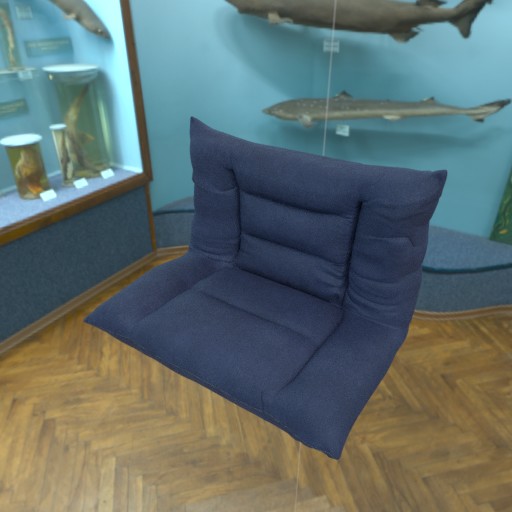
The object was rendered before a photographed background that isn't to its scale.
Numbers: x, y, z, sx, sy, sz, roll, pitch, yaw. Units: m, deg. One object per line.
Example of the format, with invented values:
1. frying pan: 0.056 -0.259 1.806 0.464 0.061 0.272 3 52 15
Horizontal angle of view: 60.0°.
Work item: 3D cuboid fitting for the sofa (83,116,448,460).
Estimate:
1. sofa: 0.000 0.000 1.682 1.122 0.778 0.849 19 36 29
